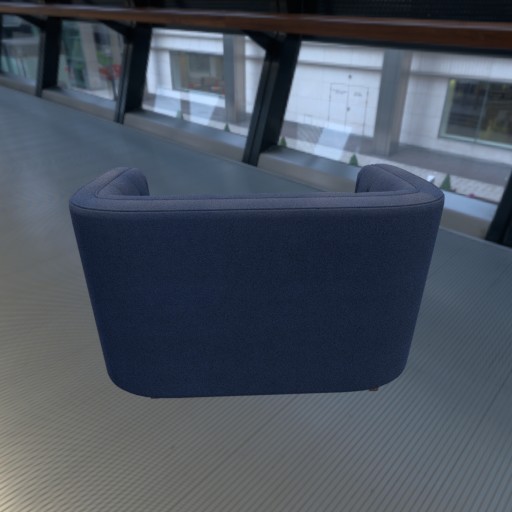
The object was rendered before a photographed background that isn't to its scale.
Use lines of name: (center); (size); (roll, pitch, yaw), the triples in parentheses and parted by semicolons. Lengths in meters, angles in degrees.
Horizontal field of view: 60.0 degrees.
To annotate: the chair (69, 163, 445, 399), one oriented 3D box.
chair: (0.000, 0.000, 1.685); (1.118, 0.787, 0.914); (-1, 29, -2)
